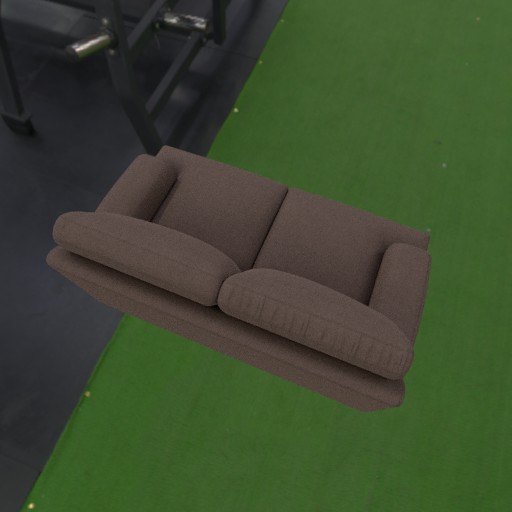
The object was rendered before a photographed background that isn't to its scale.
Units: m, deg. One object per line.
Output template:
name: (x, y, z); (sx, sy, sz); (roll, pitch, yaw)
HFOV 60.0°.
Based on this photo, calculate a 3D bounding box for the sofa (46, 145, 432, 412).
sofa: (0.000, 0.000, 2.521); (1.869, 0.950, 1.140); (20, 65, 10)
